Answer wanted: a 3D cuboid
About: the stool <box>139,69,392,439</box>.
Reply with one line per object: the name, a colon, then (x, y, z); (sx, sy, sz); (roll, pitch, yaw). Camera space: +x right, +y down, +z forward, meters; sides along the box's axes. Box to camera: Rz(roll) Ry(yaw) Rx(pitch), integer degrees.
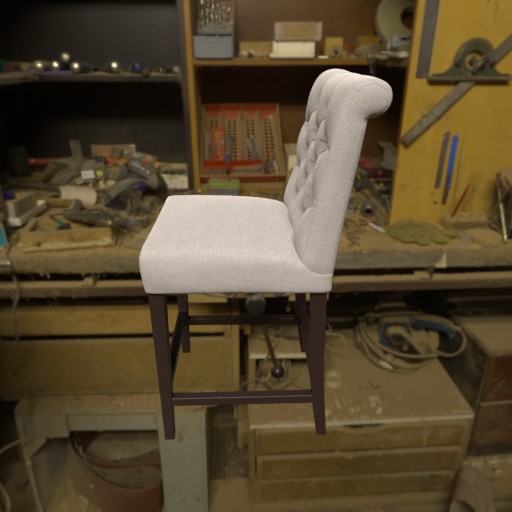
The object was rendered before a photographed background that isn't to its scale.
stool: (0.000, 0.000, 1.356); (0.601, 1.040, 0.493); (-1, 25, -1)
